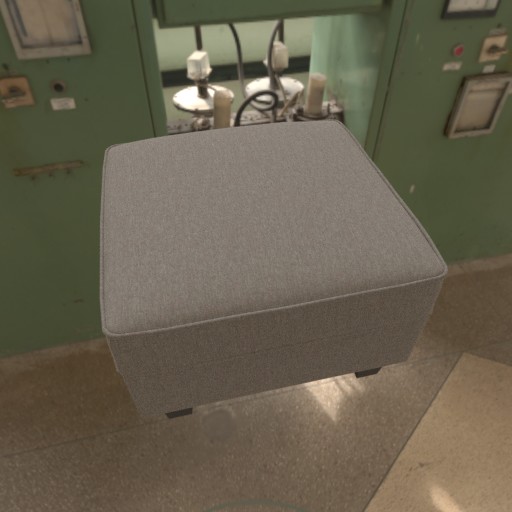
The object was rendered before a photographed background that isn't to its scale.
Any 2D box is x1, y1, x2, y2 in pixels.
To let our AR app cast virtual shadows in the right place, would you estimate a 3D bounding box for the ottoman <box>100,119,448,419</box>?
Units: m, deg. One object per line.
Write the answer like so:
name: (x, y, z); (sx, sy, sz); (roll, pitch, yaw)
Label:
ottoman: (0.000, 0.000, 1.427); (0.871, 0.612, 0.808); (-9, 46, -9)
